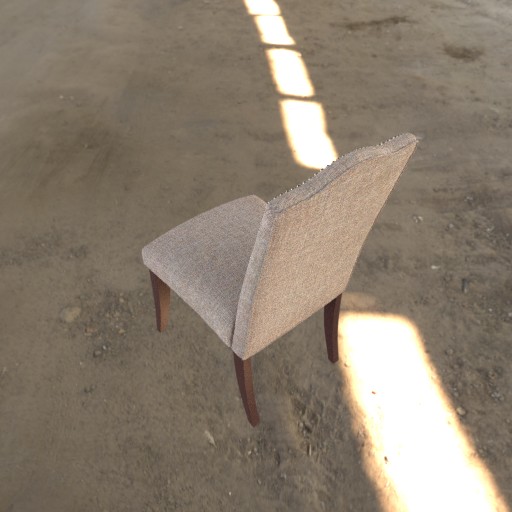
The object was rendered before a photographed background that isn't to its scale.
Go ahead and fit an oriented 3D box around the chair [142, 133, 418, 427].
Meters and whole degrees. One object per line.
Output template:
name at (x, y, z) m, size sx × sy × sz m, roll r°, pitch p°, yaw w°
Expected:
chair at (0.000, 0.000, 1.404) m, size 0.513 × 1.016 × 0.660 m, roll -30°, pitch 51°, yaw -27°
